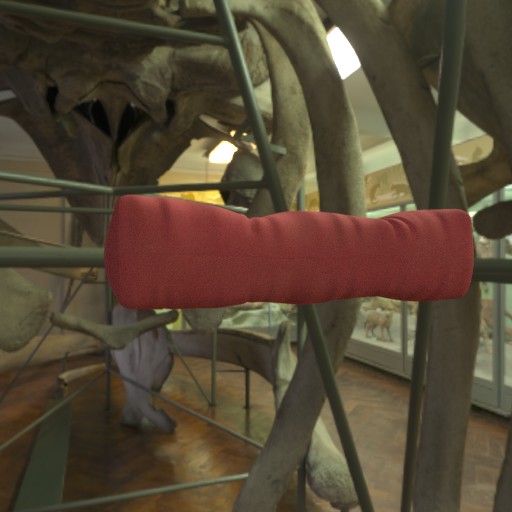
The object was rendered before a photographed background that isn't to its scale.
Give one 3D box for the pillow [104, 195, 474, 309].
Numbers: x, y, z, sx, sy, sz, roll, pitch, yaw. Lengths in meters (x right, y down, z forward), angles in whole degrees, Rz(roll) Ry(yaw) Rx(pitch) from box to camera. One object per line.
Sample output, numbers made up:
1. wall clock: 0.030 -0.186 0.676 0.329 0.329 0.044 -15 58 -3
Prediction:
1. pillow: 0.000 0.000 0.732 0.468 0.128 0.490 0 0 -18
